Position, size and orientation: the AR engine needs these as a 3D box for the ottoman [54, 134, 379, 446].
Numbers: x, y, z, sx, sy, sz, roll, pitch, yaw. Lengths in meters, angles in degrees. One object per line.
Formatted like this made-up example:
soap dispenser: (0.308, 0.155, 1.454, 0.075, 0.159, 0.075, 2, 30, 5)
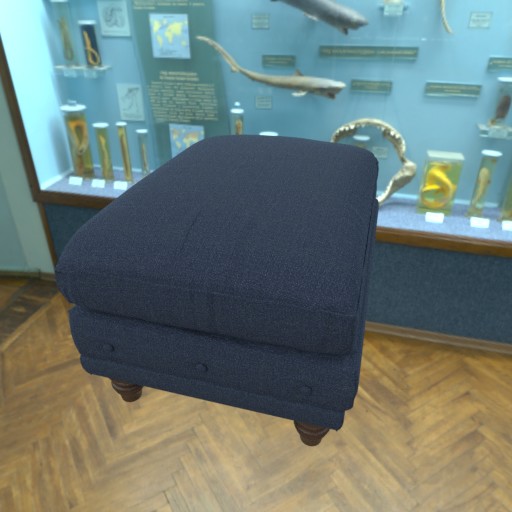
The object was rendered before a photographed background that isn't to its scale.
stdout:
ottoman: (0.000, 0.000, 1.097, 0.558, 0.486, 0.767, 8, 31, 14)
